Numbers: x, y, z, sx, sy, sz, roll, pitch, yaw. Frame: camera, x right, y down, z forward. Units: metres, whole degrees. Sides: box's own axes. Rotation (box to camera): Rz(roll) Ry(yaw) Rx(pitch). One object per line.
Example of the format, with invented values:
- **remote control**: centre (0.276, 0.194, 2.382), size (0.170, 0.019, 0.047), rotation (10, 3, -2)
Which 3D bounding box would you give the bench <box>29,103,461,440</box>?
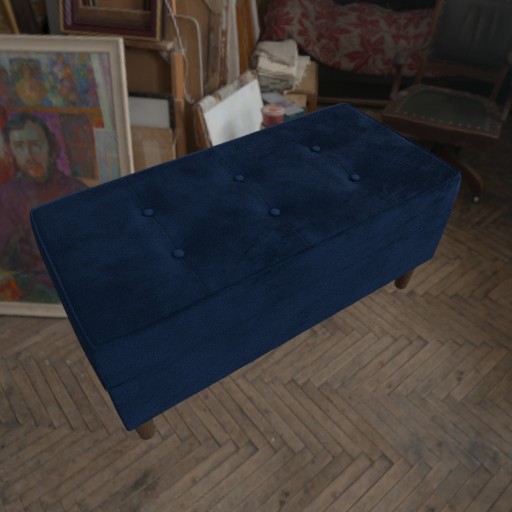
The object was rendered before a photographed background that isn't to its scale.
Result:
- **bench**: centre (0.000, 0.000, 1.257), size (1.010, 0.467, 0.489), rotation (-25, 51, -22)
